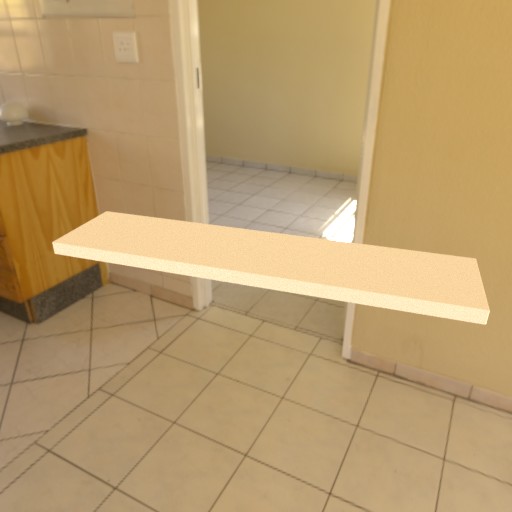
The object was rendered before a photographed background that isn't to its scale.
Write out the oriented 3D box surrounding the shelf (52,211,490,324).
[{"bbox_3d":[0.000,0.000,0.657,0.610,0.020,0.140,8,28,16],"label":"shelf"}]
